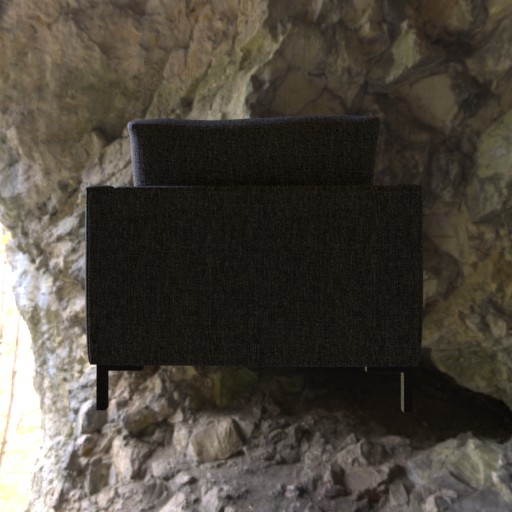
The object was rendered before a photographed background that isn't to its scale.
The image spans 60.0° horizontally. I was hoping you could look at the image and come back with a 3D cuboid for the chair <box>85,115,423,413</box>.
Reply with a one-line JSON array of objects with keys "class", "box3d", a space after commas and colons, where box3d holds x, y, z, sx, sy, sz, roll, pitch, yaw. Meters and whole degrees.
[{"class": "chair", "box3d": [0.000, 0.000, 1.640, 0.963, 0.861, 0.866, 0, 0, 1]}]
